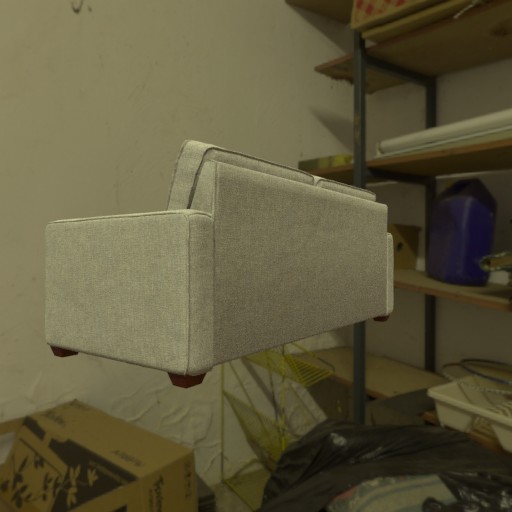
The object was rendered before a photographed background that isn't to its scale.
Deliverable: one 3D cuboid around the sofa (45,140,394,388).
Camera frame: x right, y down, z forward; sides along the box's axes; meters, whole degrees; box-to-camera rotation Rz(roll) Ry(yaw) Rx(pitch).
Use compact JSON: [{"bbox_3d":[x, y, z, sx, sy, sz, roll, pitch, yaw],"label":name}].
[{"bbox_3d":[0.000,0.000,2.591,0.945,0.918,2.078,0,0,36],"label":"sofa"}]
